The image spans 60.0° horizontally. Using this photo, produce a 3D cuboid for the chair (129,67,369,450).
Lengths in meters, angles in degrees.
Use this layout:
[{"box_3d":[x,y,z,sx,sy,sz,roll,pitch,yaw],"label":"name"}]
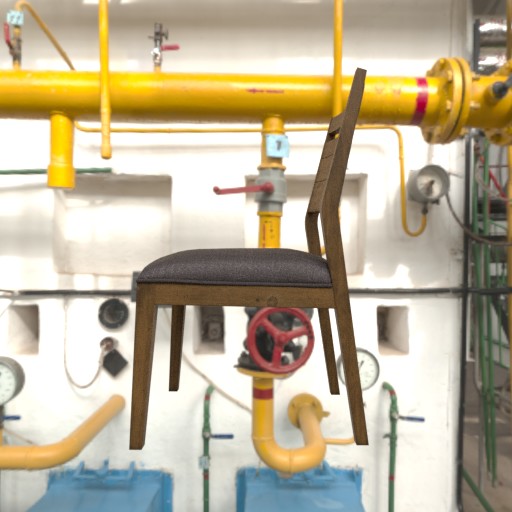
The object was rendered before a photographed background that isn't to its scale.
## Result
[{"box_3d":[0.000,0.000,1.316,0.610,0.939,0.501,0,0,1],"label":"chair"}]
